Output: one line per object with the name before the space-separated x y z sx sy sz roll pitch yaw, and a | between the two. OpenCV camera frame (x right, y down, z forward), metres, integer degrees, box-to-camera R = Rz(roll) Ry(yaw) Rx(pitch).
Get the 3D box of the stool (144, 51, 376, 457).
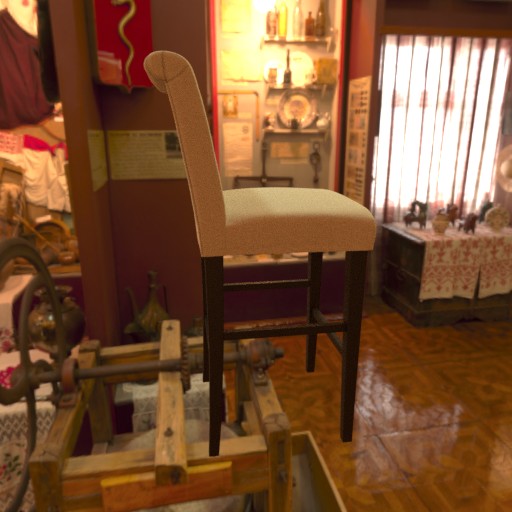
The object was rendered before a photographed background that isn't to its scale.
stool | 0.000 0.000 1.408 0.597 1.124 0.452 -3 17 -9
